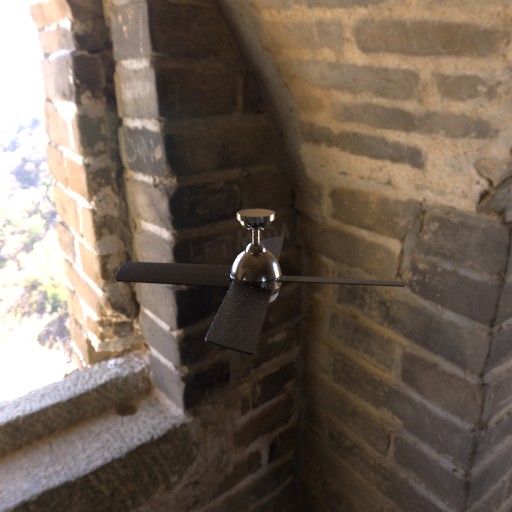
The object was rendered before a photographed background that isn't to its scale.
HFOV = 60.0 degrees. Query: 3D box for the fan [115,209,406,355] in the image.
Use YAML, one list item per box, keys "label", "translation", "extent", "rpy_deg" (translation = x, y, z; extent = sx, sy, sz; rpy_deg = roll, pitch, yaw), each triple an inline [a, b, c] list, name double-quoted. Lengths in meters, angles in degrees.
- label: "fan"
  translation: [0.000, 0.000, 2.020]
  extent: [1.332, 0.403, 1.332]
  rpy_deg: [2, 18, 7]
